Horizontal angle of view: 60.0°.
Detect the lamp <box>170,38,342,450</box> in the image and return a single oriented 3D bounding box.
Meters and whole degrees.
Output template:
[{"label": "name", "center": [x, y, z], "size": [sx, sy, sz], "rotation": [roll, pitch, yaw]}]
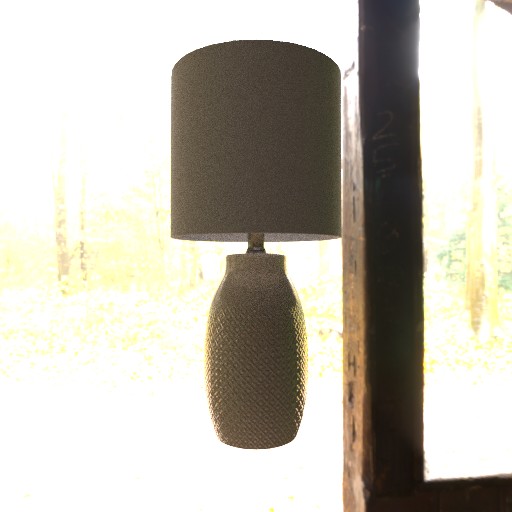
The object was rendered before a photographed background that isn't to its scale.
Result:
[{"label": "lamp", "center": [0.000, 0.000, 0.569], "size": [0.217, 0.453, 0.217], "rotation": [1, -1, -36]}]
